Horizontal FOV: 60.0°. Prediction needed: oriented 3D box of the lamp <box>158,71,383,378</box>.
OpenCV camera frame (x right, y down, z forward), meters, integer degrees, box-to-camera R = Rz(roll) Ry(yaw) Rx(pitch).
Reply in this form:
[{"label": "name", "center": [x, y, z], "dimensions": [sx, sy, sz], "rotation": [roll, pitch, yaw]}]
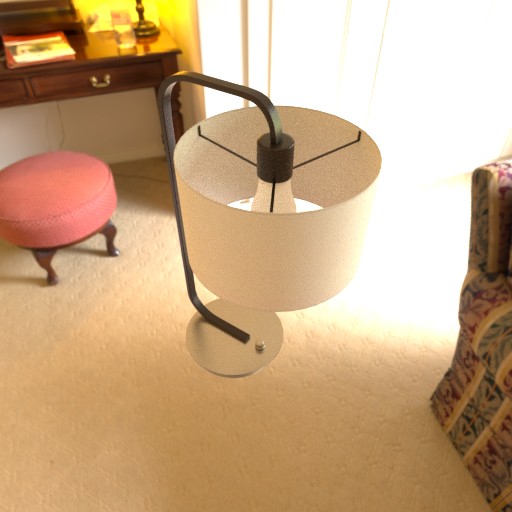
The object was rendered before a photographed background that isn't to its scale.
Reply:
[{"label": "lamp", "center": [0.000, 0.000, 0.629], "dimensions": [0.288, 0.473, 0.230], "rotation": [25, 49, 24]}]
